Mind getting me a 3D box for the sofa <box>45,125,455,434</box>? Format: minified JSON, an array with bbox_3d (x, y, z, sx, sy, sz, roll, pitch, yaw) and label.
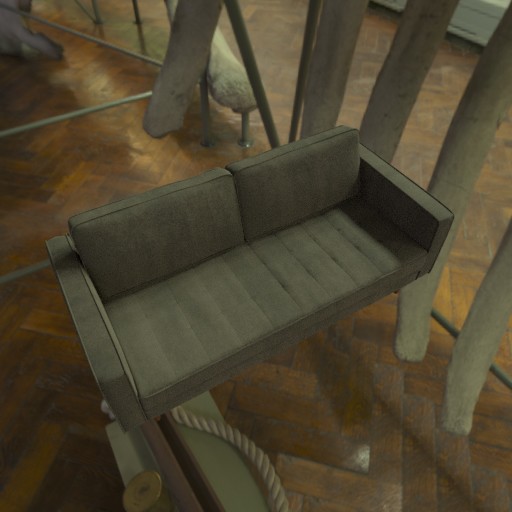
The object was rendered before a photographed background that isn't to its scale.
[{"bbox_3d":[0.000,0.000,2.382,1.920,0.825,0.924,-23,51,-20],"label":"sofa"}]
